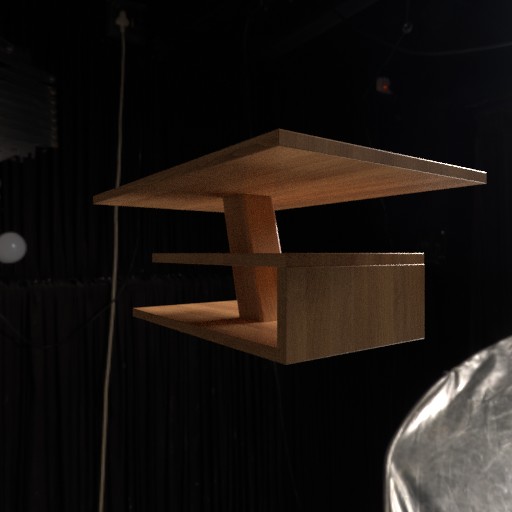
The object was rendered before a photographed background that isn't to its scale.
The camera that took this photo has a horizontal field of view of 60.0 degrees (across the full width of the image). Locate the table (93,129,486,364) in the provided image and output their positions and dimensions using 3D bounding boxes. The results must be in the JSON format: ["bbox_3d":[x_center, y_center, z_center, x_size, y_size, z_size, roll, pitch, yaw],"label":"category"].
[{"bbox_3d":[0.000,0.000,1.407,0.700,0.442,1.100,0,0,-36],"label":"table"}]
